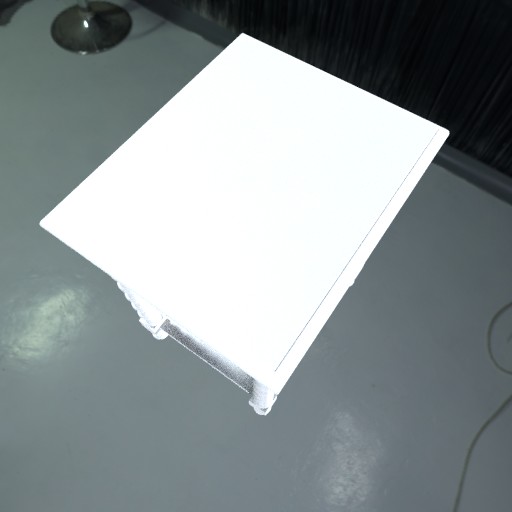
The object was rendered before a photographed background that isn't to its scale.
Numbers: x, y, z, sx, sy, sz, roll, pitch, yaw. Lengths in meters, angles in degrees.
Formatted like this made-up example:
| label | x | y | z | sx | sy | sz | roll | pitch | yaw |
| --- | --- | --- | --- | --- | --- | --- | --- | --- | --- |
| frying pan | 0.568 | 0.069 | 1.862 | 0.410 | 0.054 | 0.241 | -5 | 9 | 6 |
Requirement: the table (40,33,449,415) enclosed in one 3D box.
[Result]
| label | x | y | z | sx | sy | sz | roll | pitch | yaw |
| --- | --- | --- | --- | --- | --- | --- | --- | --- | --- |
| table | 0.000 | 0.000 | 0.847 | 0.381 | 0.531 | 0.460 | 32 | 68 | 15 |
